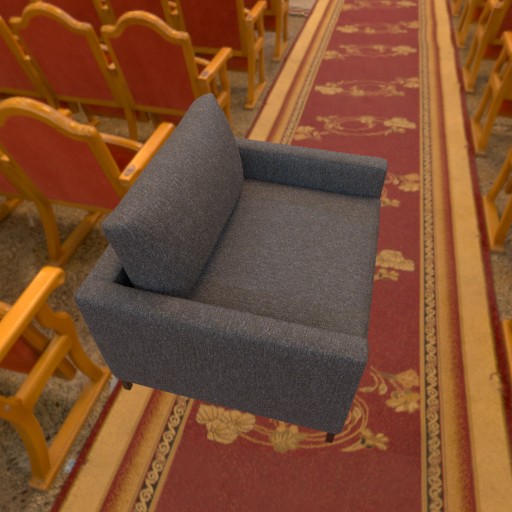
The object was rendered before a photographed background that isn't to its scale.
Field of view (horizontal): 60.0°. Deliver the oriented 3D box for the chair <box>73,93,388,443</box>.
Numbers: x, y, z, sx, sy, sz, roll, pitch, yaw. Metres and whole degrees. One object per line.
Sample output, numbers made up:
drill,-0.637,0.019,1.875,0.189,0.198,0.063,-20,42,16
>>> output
chair,0.000,0.000,1.646,0.866,0.861,0.963,11,48,10
